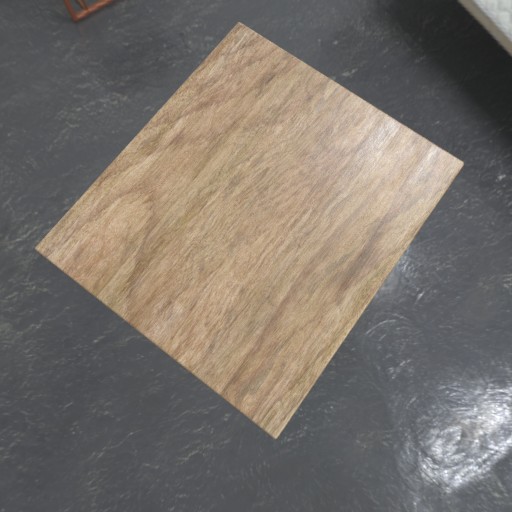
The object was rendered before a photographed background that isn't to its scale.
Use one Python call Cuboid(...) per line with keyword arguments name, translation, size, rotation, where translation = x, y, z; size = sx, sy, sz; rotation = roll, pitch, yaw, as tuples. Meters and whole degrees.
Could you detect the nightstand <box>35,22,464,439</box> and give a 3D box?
Cuboid(name="nightstand", translation=(0.000, 0.000, 0.882), size=(0.406, 0.559, 0.457), rotation=(36, 78, 9))
